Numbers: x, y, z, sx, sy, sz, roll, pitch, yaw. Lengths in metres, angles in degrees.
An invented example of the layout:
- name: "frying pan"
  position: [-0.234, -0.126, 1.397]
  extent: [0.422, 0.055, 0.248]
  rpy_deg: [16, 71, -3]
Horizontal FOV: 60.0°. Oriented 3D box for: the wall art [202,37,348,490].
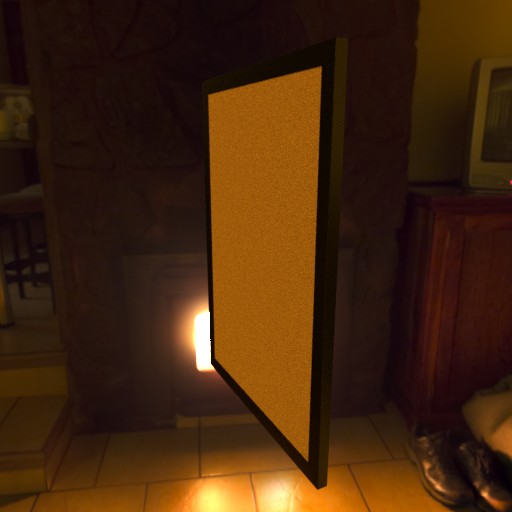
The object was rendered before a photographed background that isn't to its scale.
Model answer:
- name: "wall art"
  position: [0.000, 0.000, 0.541]
  extent: [0.013, 0.432, 0.304]
  rpy_deg: [-7, 16, -26]
